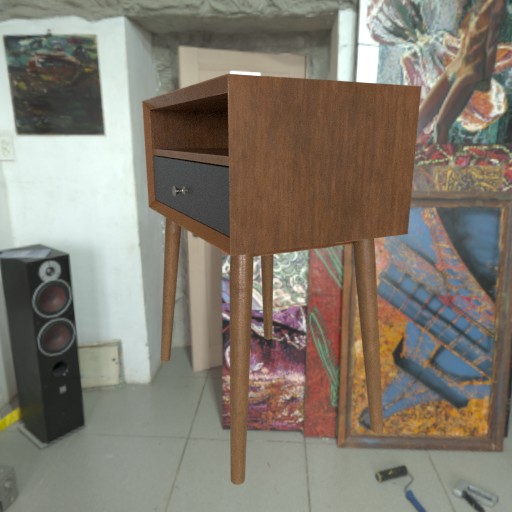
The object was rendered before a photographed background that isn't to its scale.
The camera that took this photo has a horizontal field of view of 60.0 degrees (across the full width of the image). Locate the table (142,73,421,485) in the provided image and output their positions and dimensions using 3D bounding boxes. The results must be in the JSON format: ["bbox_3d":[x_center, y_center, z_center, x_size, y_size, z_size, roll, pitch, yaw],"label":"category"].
[{"bbox_3d":[0.000,0.000,0.845,0.307,0.580,0.454,-7,17,-25],"label":"table"}]
